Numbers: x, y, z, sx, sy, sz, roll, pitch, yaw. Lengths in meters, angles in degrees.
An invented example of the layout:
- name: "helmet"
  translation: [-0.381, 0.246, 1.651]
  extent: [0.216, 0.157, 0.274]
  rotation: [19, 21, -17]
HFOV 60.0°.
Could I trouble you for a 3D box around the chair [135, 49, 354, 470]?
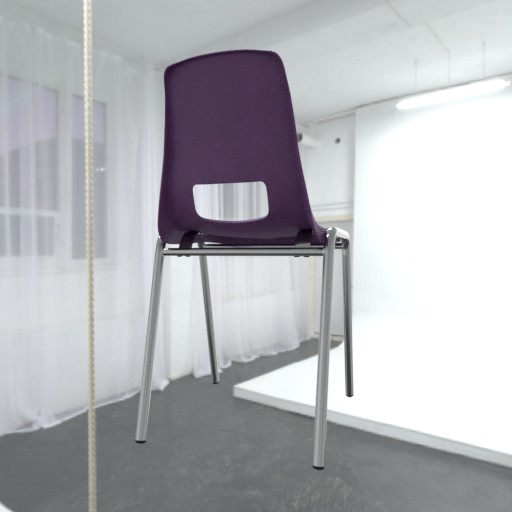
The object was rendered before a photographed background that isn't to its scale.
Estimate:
- name: "chair"
  translation: [0.000, 0.000, 0.961]
  extent: [0.381, 0.704, 0.432]
  rotation: [0, 0, 17]
